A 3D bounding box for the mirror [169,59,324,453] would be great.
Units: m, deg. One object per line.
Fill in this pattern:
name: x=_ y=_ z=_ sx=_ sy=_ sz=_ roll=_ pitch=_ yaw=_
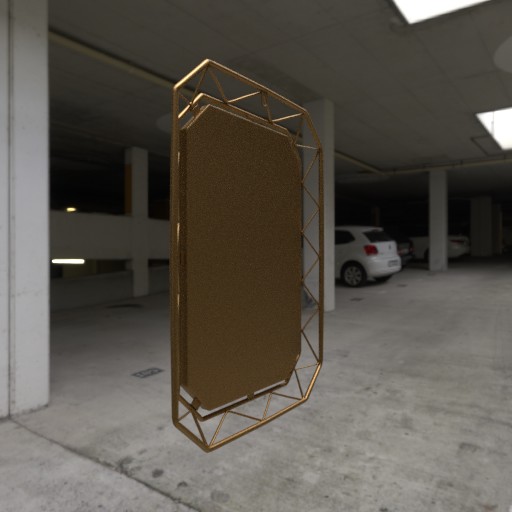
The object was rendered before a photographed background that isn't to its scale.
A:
mirror: x=0.000 y=0.000 z=0.751 sx=0.042 sy=0.566 sz=0.417 roll=0 pitch=0 yaw=36
